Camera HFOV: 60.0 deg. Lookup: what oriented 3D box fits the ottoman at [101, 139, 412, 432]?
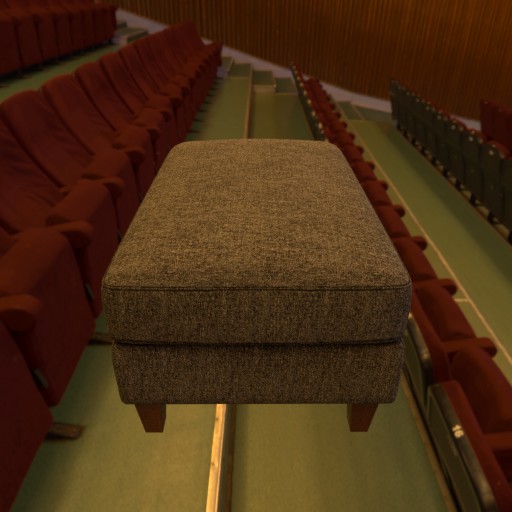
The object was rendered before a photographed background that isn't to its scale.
[{"bbox_3d":[0.000,0.000,1.223,0.584,0.483,0.864,0,31,0],"label":"ottoman"}]
